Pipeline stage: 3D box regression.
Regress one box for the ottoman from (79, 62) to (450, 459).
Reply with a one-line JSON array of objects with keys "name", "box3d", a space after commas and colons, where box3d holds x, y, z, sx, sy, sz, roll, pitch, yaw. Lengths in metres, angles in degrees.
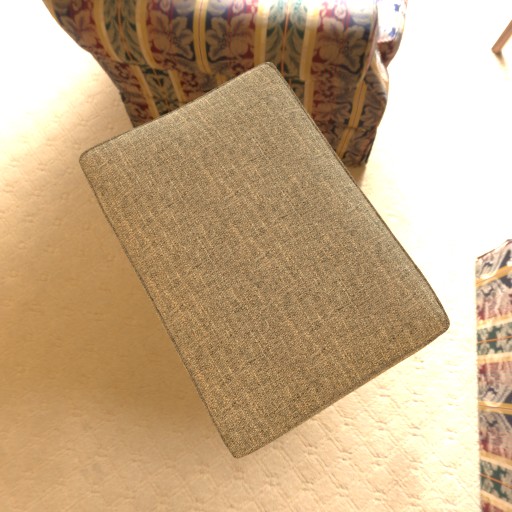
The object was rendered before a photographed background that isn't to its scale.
[{"name": "ottoman", "box3d": [0.000, 0.000, 0.996, 0.508, 0.406, 0.686, -29, 76, -8]}]
